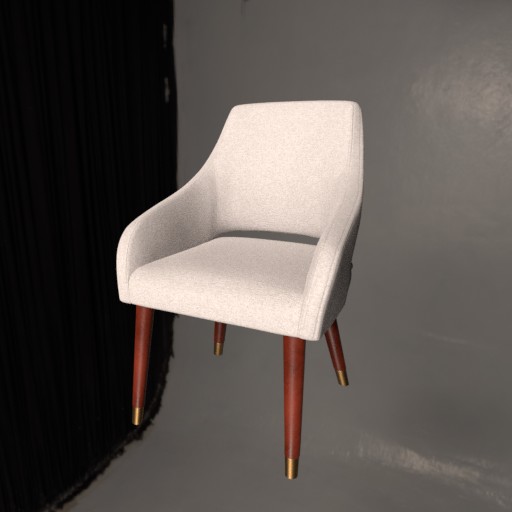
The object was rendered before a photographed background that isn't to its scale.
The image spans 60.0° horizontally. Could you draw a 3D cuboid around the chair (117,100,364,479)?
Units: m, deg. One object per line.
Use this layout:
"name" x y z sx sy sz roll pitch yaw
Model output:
"chair" 0.000 0.000 1.291 0.609 0.889 0.600 7 17 25
